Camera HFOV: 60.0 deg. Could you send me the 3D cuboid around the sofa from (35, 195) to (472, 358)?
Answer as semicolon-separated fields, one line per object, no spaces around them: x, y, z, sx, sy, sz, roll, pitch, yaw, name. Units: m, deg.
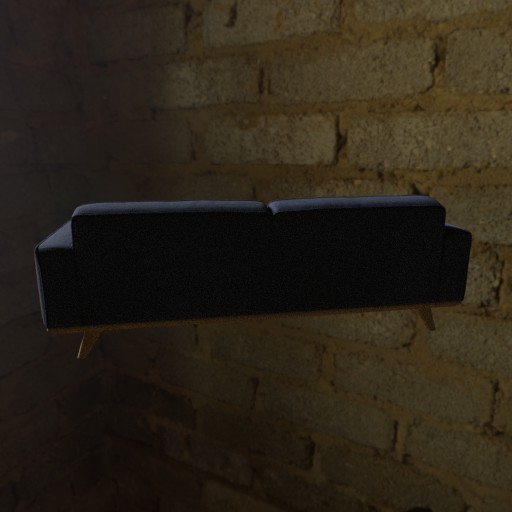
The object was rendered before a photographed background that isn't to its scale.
0.000;0.000;2.694;2.270;0.782;0.953;-3;15;-10;sofa
